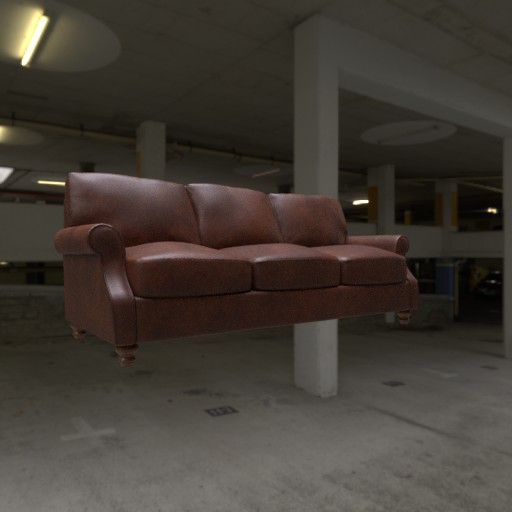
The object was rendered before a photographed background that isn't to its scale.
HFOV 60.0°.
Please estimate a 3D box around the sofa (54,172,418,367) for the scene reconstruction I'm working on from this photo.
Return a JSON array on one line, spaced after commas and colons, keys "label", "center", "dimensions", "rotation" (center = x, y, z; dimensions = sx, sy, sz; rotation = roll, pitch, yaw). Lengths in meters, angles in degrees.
[{"label": "sofa", "center": [0.000, 0.000, 2.899], "dimensions": [2.351, 0.977, 0.973], "rotation": [0, 0, -36]}]
